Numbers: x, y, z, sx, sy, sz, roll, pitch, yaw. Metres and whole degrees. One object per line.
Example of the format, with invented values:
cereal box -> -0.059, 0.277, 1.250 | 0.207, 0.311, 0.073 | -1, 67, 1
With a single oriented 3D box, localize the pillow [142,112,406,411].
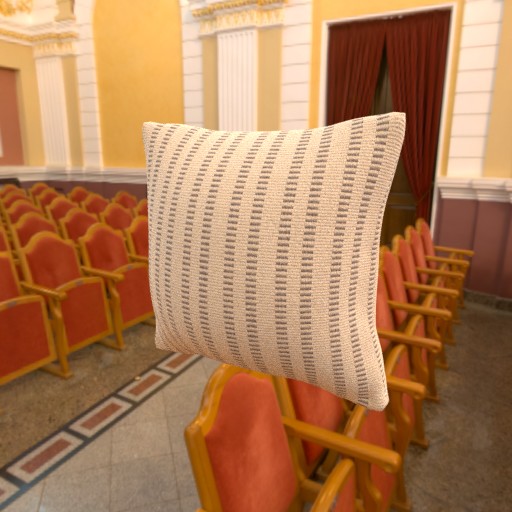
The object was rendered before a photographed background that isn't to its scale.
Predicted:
pillow -> 0.000, 0.000, 0.700 | 0.438, 0.419, 0.247 | 8, 16, 28
